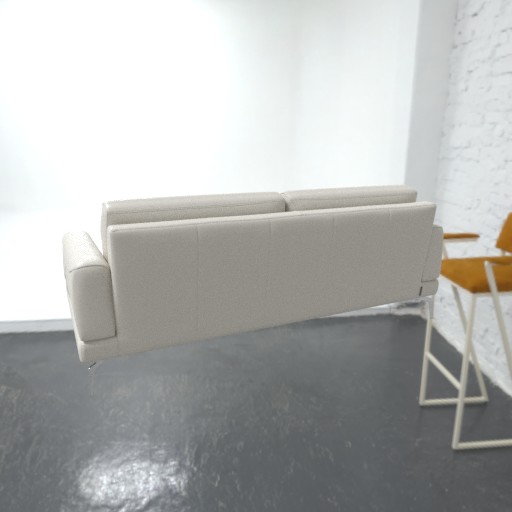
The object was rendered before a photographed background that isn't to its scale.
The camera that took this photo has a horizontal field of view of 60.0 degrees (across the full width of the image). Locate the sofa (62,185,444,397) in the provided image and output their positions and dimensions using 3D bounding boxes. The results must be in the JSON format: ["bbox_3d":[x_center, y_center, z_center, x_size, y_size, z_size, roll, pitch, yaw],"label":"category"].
[{"bbox_3d":[0.000,0.000,2.439,1.940,0.765,0.974,-7,16,-25],"label":"sofa"}]
